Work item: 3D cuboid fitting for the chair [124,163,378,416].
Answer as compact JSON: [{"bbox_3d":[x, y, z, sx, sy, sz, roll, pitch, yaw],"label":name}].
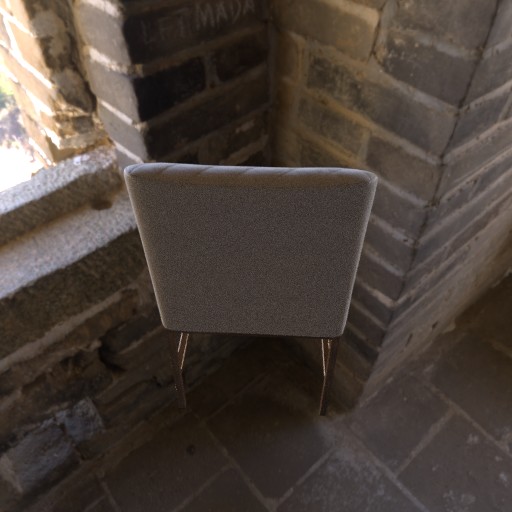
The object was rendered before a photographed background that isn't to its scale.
[{"bbox_3d":[0.000,0.000,1.283,0.503,0.933,0.597,2,44,2],"label":"chair"}]
